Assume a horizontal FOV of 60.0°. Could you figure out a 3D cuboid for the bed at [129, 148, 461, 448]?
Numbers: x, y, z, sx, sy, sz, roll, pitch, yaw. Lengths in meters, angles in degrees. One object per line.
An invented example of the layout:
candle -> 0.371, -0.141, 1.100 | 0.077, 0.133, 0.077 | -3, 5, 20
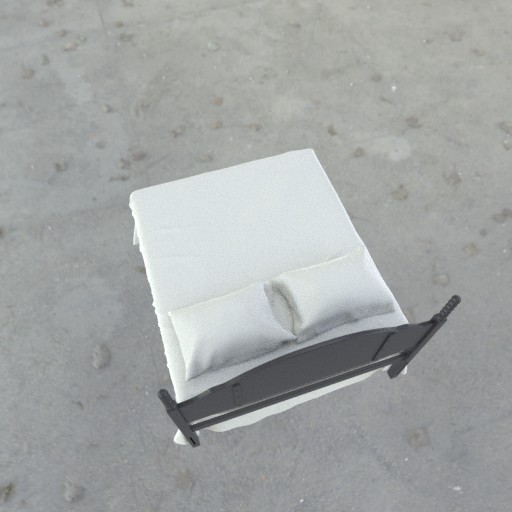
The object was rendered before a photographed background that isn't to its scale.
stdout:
bed -> 0.000, 0.000, 3.292 | 1.873, 1.356, 2.040 | -16, 59, -10
